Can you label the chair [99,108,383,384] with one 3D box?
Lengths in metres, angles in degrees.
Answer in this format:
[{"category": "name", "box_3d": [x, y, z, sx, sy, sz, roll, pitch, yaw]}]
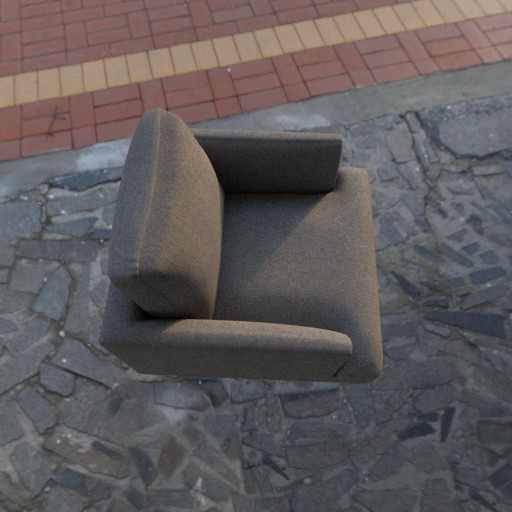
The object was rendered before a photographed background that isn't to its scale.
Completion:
[{"category": "chair", "box_3d": [0.000, 0.000, 1.653, 0.899, 0.957, 0.858, 2, 65, 1]}]
